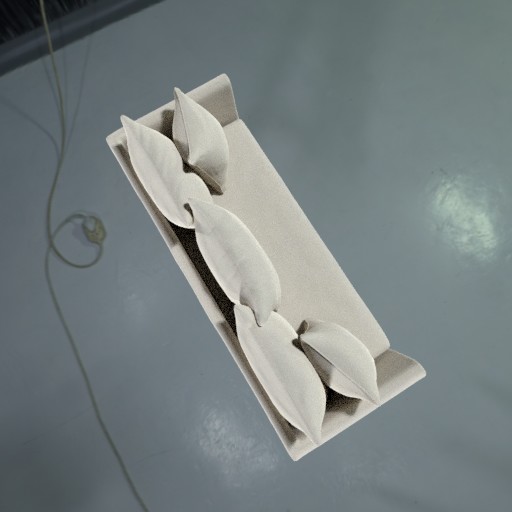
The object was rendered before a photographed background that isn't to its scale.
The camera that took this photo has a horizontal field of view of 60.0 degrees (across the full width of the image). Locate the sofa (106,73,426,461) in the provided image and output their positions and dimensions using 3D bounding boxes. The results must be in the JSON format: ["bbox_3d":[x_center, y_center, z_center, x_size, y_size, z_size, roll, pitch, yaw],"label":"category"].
[{"bbox_3d":[0.000,0.000,3.150,1.046,1.047,2.499,-31,79,-7],"label":"sofa"}]
